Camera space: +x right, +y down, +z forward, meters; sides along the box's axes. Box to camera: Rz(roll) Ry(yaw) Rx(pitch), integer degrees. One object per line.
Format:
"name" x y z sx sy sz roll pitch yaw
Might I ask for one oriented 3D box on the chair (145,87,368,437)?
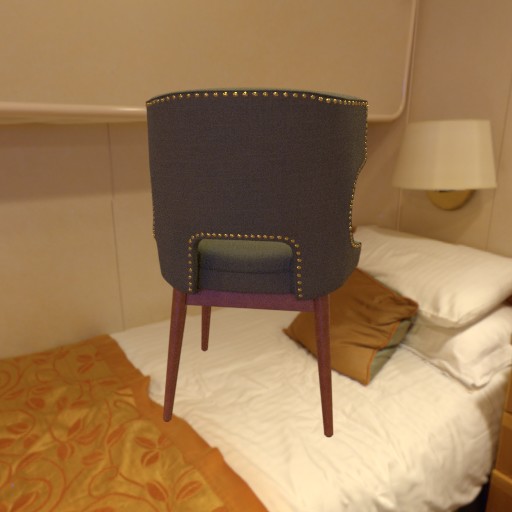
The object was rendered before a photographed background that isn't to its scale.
"chair" 0.000 0.000 1.267 0.595 0.863 0.581 2 16 8
